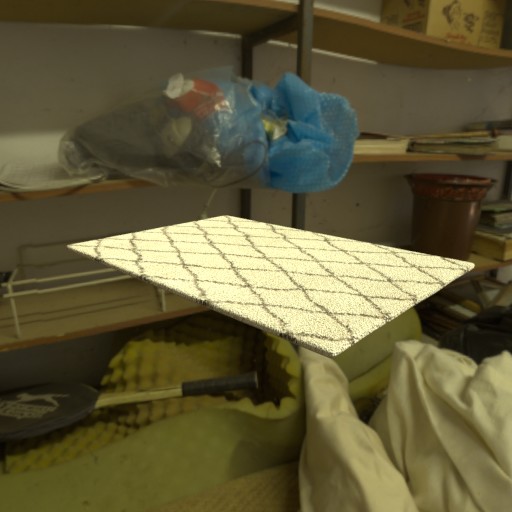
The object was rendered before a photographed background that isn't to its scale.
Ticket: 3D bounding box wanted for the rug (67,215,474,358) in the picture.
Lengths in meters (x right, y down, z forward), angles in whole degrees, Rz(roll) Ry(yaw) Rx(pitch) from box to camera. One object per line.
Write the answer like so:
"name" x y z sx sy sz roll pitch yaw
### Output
"rug" 0.000 0.000 2.312 1.778 0.030 1.219 15 22 41
